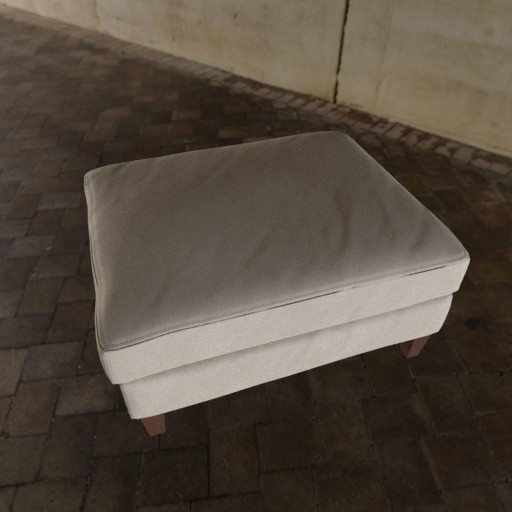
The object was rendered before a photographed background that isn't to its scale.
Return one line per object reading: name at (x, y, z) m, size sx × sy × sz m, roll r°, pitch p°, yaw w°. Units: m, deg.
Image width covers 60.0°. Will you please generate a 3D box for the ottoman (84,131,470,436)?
ottoman at (0.000, 0.000, 1.489) m, size 1.002 × 0.492 × 0.836 m, roll -12°, pitch 43°, yaw -14°
